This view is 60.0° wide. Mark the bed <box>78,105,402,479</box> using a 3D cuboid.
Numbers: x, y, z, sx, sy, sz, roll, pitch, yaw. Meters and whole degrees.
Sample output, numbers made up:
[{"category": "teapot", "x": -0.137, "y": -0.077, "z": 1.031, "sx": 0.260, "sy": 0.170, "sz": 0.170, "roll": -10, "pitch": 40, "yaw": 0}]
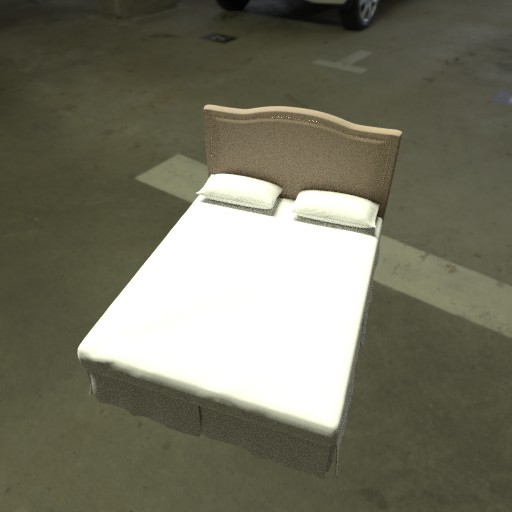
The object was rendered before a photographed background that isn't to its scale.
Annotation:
[{"category": "bed", "x": 0.000, "y": 0.000, "z": 3.335, "sx": 1.821, "sy": 1.436, "sz": 2.282, "roll": 12, "pitch": 42, "yaw": 14}]
